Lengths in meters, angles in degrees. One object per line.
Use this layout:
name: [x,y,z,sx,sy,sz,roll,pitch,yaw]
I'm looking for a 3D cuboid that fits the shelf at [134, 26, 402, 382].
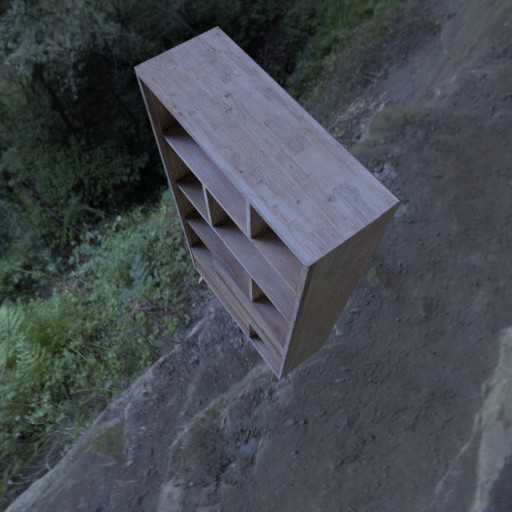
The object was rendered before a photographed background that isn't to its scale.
shelf: [0.000,0.000,1.778,0.308,1.471,0.748,-34,69,-15]
